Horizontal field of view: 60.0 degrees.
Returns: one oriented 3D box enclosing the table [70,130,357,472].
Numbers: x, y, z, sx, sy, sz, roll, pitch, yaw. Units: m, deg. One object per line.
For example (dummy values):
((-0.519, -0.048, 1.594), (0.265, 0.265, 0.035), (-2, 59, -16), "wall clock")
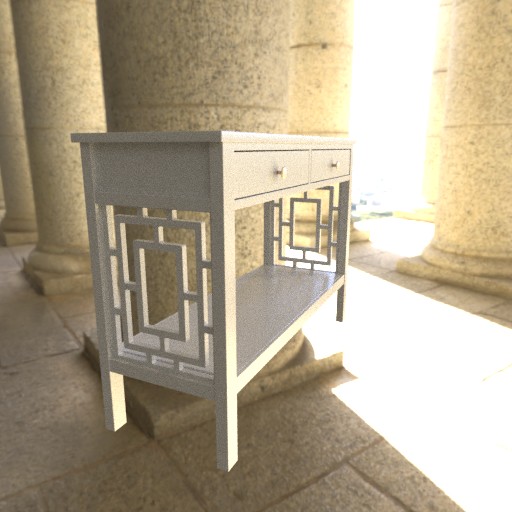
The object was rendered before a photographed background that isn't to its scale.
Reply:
((0.000, 0.000, 1.452), (0.397, 0.753, 1.068), (7, 15, 25), "table")
